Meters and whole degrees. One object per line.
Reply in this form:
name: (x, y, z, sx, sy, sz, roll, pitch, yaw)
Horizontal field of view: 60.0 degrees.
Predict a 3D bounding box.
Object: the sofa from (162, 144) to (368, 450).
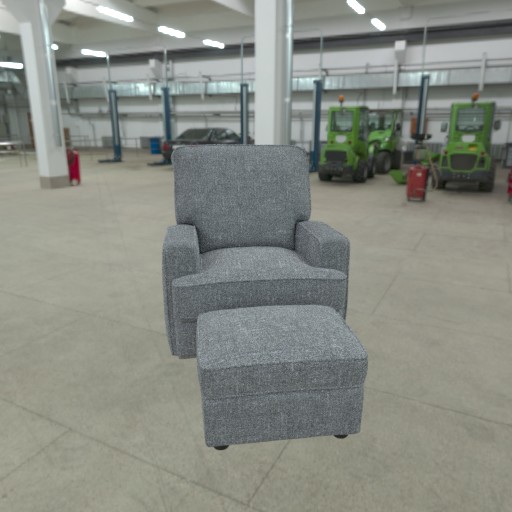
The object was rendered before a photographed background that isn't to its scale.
sofa: (0.000, 0.000, 2.048, 0.861, 0.959, 1.472, -2, 17, -8)
